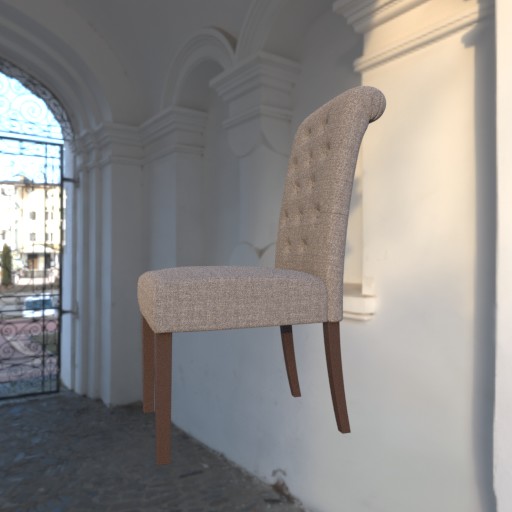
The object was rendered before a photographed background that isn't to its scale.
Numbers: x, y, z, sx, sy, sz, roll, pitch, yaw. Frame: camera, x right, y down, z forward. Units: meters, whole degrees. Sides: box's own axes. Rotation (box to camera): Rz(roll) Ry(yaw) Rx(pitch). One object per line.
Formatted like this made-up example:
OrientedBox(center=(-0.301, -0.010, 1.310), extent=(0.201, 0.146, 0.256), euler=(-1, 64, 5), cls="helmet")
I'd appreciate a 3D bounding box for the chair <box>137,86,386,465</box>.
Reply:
OrientedBox(center=(0.000, 0.000, 1.357), extent=(0.671, 1.006, 0.456), euler=(0, 0, -19), cls="chair")
